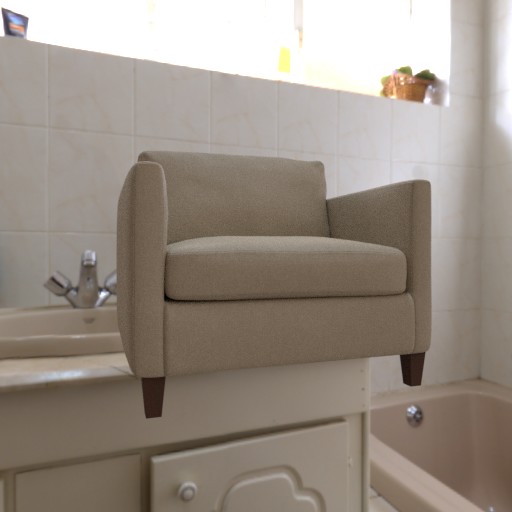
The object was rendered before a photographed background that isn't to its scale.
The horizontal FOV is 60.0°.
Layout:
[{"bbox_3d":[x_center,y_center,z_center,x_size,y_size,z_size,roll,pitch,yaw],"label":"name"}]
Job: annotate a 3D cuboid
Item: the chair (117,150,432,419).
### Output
[{"bbox_3d":[0.000,0.000,1.878,1.107,0.961,0.959,0,1,-19],"label":"chair"}]
